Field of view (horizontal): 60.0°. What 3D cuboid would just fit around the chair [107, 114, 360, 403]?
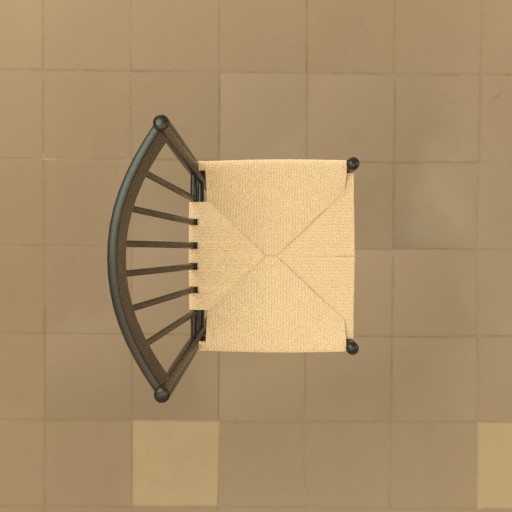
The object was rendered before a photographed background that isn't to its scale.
[{"bbox_3d":[0.000,0.000,1.152,0.516,0.818,0.495,0,91,0],"label":"chair"}]
